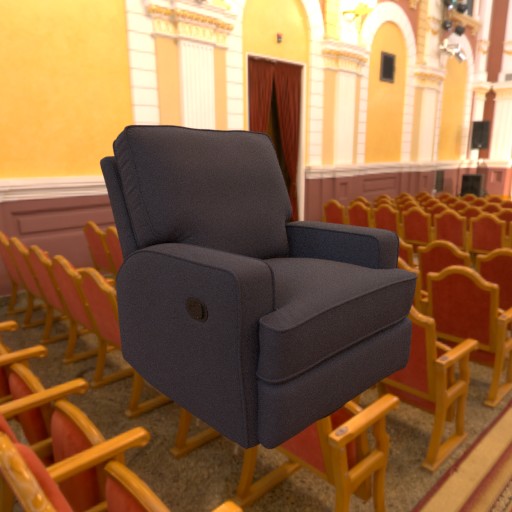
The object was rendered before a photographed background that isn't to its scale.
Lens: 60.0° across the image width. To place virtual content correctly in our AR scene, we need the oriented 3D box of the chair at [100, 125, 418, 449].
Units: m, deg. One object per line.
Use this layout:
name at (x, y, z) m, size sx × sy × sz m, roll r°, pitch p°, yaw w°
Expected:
chair at (0.000, 0.000, 1.683) m, size 0.861 × 0.962 × 0.964 m, roll -13°, pitch 19°, yaw -42°
